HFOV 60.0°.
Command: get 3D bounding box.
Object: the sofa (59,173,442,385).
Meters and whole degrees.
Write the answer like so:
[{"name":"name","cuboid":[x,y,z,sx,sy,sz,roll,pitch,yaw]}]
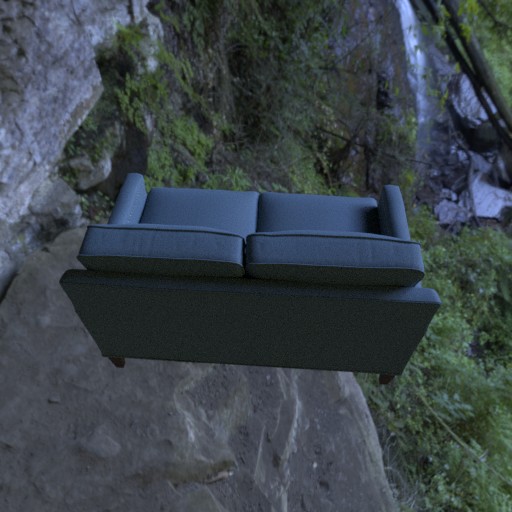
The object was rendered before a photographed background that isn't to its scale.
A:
[{"name":"sofa","cuboid":[0.000,0.000,2.338,1.597,1.003,1.084,3,47,3]}]
